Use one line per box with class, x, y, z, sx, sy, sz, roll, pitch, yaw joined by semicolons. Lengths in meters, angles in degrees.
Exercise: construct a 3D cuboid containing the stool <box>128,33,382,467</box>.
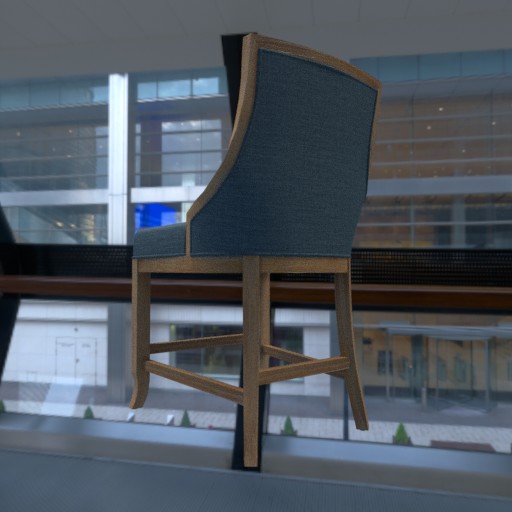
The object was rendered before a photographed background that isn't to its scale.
stool;0.000;0.000;1.286;0.524;0.938;0.626;1;-2;-36
